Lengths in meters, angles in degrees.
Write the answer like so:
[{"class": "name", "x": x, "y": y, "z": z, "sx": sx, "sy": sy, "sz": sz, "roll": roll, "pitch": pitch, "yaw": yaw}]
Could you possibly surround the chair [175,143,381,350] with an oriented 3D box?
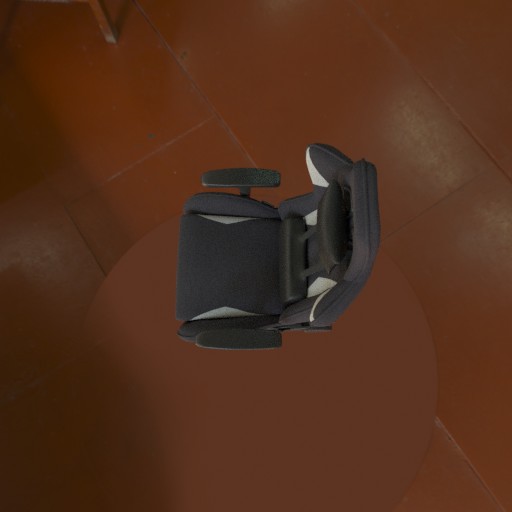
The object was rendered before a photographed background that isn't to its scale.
[{"class": "chair", "x": 0.000, "y": 0.000, "z": 1.752, "sx": 0.695, "sy": 1.300, "sz": 0.730, "roll": 0, "pitch": 76, "yaw": 0}]
